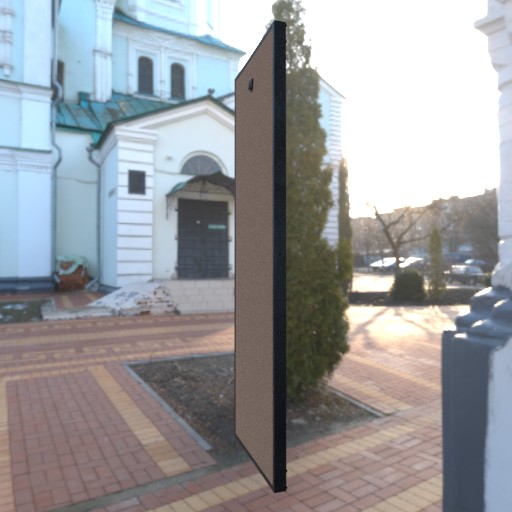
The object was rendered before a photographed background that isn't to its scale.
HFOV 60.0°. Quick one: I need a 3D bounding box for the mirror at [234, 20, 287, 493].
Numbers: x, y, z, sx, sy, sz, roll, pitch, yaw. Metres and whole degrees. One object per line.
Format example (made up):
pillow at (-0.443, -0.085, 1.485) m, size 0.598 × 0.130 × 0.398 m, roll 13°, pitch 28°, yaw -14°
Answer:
mirror at (0.000, 0.000, 1.175) m, size 0.042 × 1.080 × 0.354 m, roll 0°, pitch -1°, yaw -18°
